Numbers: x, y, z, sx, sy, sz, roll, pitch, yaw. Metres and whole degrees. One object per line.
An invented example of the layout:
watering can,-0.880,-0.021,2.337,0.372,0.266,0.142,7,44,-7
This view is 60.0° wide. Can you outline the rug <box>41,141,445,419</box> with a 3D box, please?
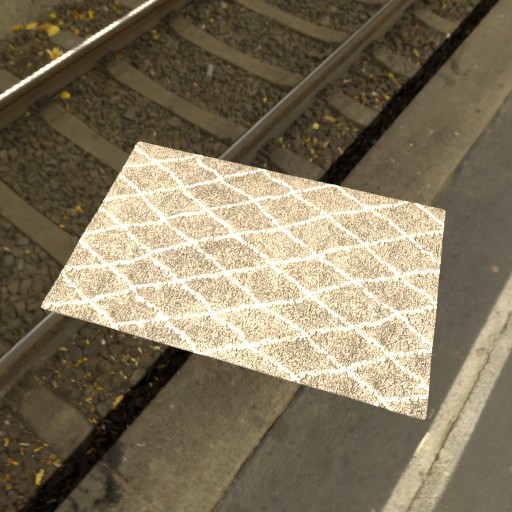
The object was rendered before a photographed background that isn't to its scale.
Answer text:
rug,0.000,0.000,3.042,2.438,0.030,1.524,14,60,8
